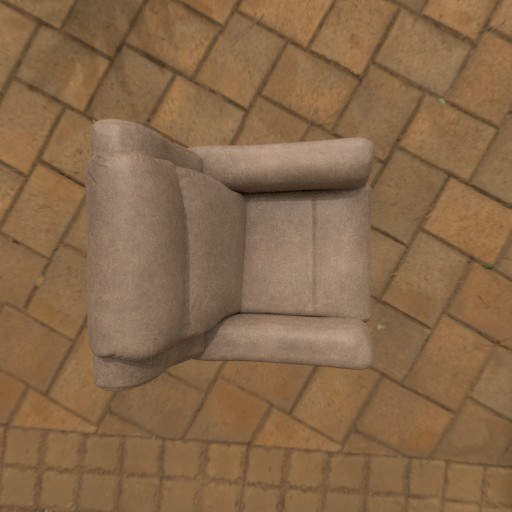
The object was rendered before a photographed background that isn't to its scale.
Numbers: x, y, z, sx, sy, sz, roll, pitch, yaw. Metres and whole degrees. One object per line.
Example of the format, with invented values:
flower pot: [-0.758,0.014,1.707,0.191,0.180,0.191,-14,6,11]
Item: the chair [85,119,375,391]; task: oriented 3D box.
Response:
chair: [0.000,0.000,1.852,1.068,1.116,0.967,0,91,0]
